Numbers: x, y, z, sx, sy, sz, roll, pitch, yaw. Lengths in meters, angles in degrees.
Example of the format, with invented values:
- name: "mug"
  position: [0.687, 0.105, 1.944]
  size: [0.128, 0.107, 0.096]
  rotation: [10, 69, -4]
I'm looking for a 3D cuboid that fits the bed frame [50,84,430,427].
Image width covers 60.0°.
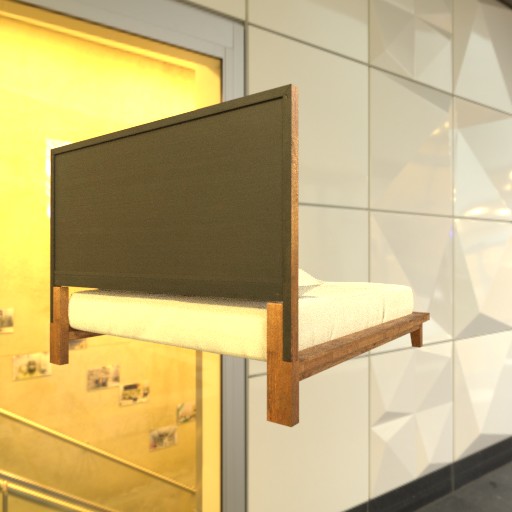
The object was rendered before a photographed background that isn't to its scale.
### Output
- name: "bed frame"
  position: [0.000, 0.000, 3.484]
  size: [2.038, 1.537, 2.235]
  rotation: [0, 0, 36]
